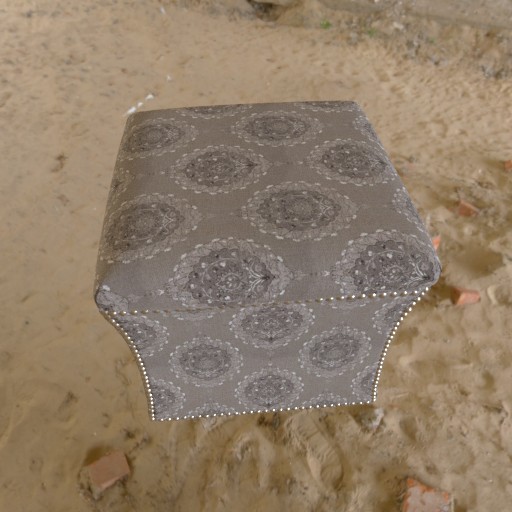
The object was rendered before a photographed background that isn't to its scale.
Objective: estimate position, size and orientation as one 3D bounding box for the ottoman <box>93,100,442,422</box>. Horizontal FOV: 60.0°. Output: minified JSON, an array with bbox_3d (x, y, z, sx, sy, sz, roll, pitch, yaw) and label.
[{"bbox_3d":[0.000,0.000,0.910,0.507,0.473,0.497,-4,47,-3],"label":"ottoman"}]
